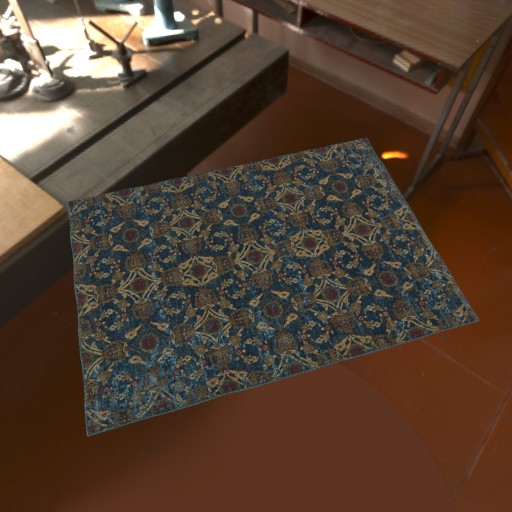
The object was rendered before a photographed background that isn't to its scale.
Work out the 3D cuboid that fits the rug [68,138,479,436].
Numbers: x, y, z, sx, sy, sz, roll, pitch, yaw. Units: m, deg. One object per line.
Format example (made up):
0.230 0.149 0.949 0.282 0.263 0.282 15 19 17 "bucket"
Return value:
0.000 0.000 4.135 3.291 0.013 2.337 -14 58 -9 "rug"
